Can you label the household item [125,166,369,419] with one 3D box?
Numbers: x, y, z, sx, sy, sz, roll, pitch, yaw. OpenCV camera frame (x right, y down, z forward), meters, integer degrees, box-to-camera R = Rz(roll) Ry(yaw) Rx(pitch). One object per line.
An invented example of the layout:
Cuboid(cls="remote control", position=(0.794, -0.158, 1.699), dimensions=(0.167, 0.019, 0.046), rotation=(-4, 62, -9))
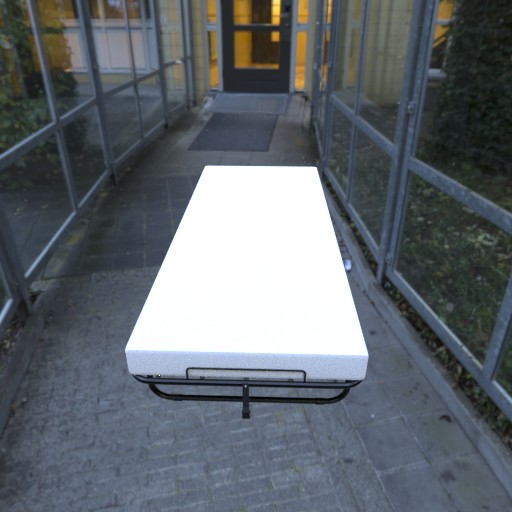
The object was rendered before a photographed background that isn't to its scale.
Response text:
Cuboid(cls="household item", position=(0.000, 0.000, 2.234), dimensions=(0.787, 0.356, 1.905), rotation=(1, 29, 2))
